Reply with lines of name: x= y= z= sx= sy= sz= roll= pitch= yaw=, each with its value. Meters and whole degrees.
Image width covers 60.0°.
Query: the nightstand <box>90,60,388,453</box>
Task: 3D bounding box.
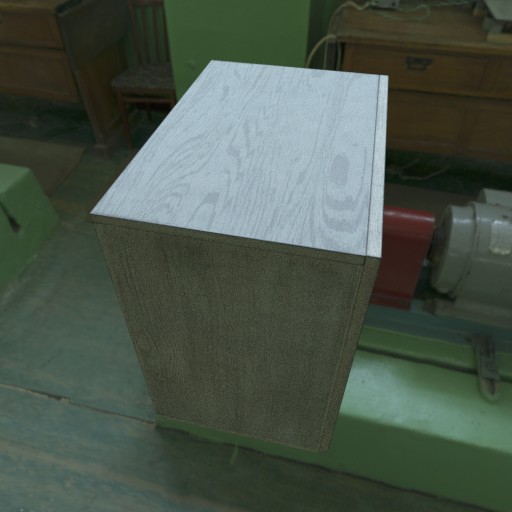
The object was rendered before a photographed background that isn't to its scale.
nightstand: x=0.000 y=0.000 z=1.070 sx=0.483 sy=0.673 sz=0.612 roll=9 pitch=45 yaw=9
